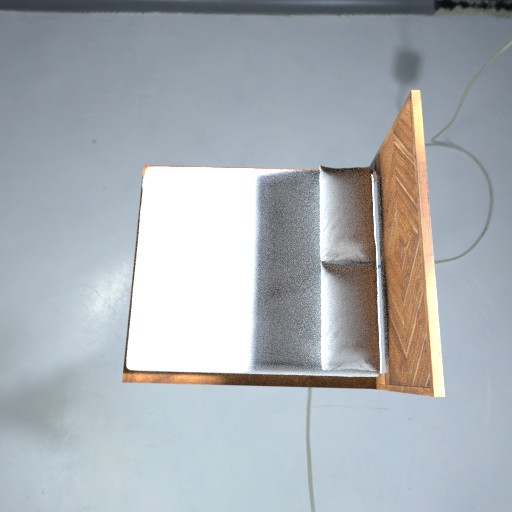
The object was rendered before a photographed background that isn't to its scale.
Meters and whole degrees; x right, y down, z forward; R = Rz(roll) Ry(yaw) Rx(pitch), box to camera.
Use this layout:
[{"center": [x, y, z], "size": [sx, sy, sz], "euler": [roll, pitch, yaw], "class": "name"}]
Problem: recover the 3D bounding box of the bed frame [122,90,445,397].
[{"center": [0.000, 0.000, 3.567], "size": [2.235, 1.537, 2.038], "euler": [1, 75, 0], "class": "bed frame"}]
